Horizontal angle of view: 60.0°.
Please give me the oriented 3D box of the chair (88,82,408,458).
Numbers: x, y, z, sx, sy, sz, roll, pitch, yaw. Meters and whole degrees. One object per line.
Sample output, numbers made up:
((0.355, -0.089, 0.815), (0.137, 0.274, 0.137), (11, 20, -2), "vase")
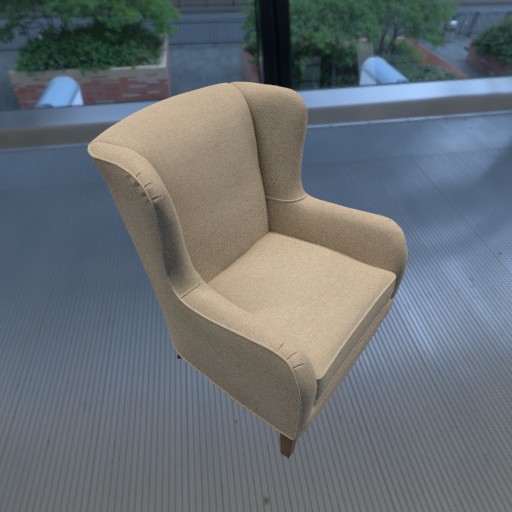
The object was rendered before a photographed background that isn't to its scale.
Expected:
((0.000, 0.000, 1.741), (0.966, 1.040, 0.838), (25, 46, 27), "chair")
